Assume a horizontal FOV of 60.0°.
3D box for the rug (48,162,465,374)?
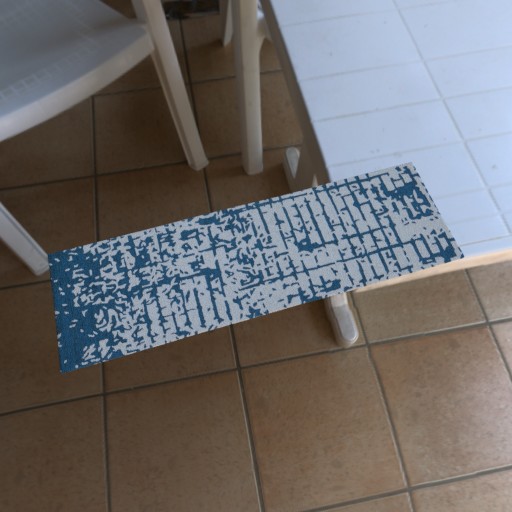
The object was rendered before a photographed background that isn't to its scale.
[{"bbox_3d":[0.000,0.000,2.705,2.435,0.011,0.750,-15,65,-7],"label":"rug"}]
